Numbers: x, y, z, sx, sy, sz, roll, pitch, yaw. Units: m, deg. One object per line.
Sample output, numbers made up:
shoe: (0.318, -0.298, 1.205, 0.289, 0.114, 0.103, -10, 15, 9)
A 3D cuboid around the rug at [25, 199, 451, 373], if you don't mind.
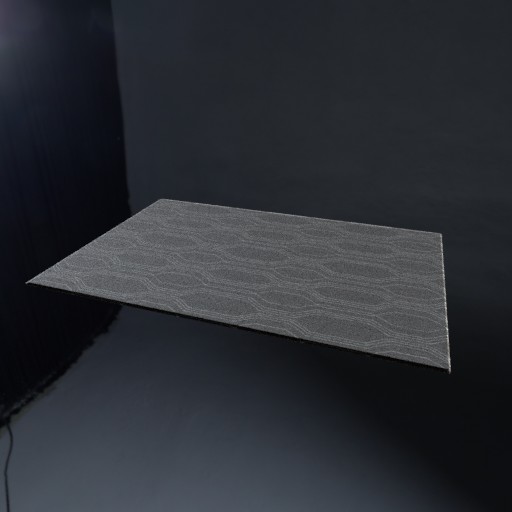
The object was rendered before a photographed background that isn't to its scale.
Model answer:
rug: (0.000, 0.000, 2.303, 1.836, 0.012, 1.239, 9, 28, 17)
